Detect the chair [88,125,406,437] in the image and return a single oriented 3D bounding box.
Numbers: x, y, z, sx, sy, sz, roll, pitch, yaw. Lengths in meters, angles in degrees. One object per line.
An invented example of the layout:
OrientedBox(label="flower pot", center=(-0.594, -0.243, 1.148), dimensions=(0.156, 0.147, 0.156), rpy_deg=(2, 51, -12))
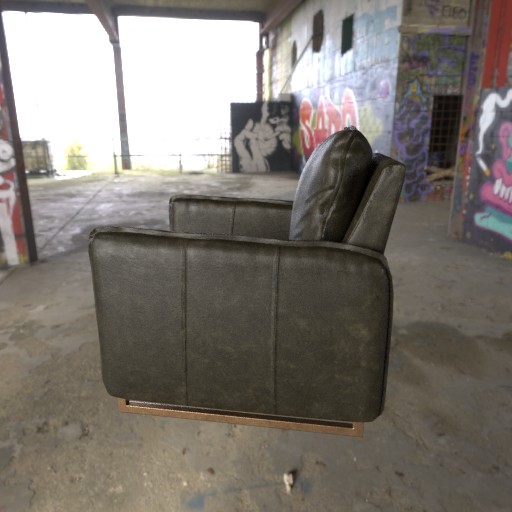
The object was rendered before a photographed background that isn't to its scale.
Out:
OrientedBox(label="chair", center=(0.000, 0.000, 1.627), dimensions=(0.921, 0.921, 0.830), rpy_deg=(3, 16, 9))
